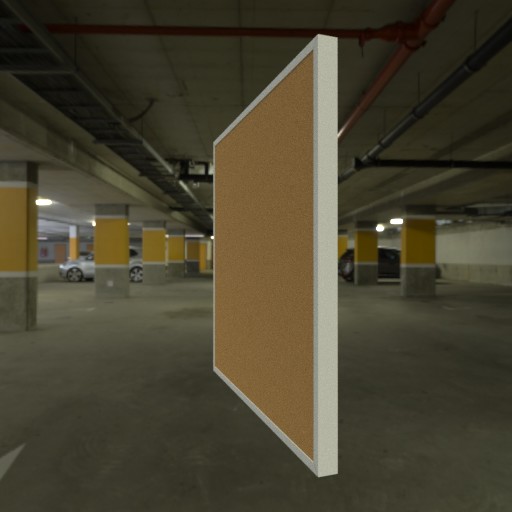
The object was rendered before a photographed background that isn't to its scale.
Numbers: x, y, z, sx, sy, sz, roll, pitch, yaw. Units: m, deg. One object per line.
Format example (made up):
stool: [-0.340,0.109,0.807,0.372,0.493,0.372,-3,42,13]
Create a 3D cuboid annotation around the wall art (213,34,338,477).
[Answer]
wall art: [0.000,0.000,1.128,0.038,0.762,0.762,0,0,-19]
